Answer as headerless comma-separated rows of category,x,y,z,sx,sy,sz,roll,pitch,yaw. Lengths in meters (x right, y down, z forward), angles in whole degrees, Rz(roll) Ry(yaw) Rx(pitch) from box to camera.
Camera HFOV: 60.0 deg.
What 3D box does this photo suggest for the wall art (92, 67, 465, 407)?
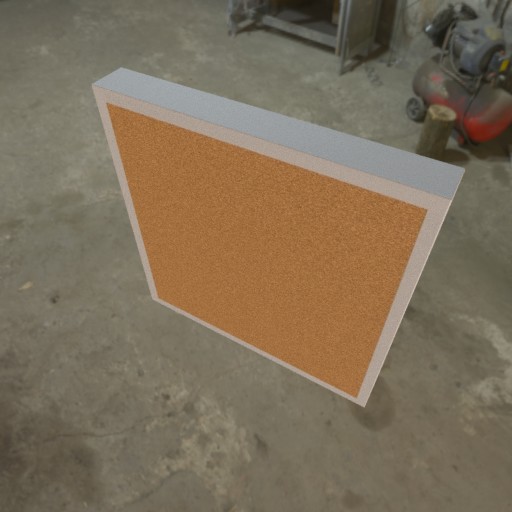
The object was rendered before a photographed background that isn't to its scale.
wall art,0.000,0.000,0.452,0.305,0.305,0.038,23,51,20
